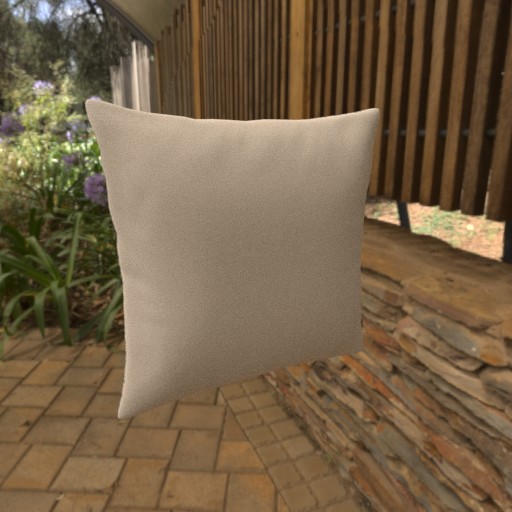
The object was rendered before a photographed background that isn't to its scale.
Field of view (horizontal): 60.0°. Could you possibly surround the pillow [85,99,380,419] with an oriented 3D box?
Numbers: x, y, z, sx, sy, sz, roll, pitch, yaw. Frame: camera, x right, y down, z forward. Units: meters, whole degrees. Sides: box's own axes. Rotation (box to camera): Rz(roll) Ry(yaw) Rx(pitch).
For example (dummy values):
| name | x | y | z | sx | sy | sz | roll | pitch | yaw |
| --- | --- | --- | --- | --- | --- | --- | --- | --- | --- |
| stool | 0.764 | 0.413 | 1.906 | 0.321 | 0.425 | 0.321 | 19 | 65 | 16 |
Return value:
| name | x | y | z | sx | sy | sz | roll | pitch | yaw |
| --- | --- | --- | --- | --- | --- | --- | --- | --- | --- |
| pillow | 0.000 | 0.000 | 0.787 | 0.523 | 0.510 | 0.166 | -8 | 18 | -26 |
